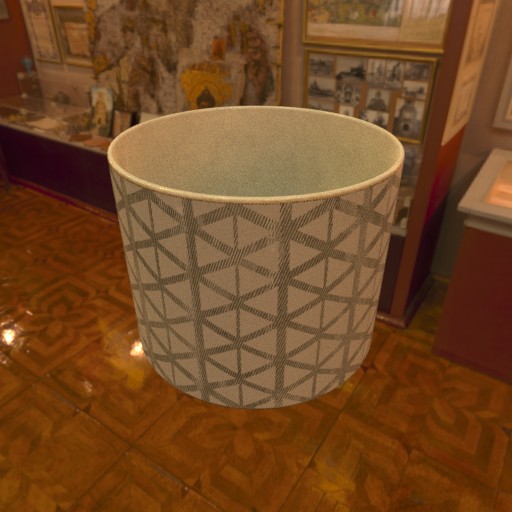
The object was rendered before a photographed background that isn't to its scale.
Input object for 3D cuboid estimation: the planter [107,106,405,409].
[{"bbox_3d":[0.000,0.000,0.341,0.190,0.181,0.190,0,32,0],"label":"planter"}]
